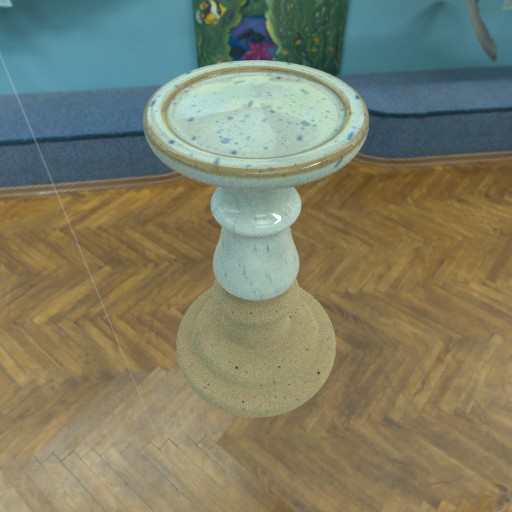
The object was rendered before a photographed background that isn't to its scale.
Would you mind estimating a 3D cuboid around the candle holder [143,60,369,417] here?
[{"bbox_3d":[0.000,0.000,0.277,0.123,0.202,0.123,0,46,0],"label":"candle holder"}]
